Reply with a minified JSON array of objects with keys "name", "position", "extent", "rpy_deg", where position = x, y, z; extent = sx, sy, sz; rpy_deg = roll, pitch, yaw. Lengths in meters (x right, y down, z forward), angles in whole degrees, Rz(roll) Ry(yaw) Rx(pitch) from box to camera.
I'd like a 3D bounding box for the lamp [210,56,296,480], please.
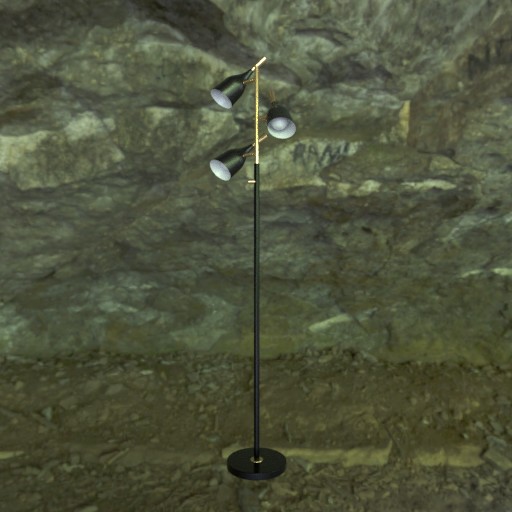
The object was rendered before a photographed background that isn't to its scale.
[{"name":"lamp","position":[0.000,0.000,1.893],"extent":[0.434,1.778,0.253],"rpy_deg":[-1,-1,38]}]
